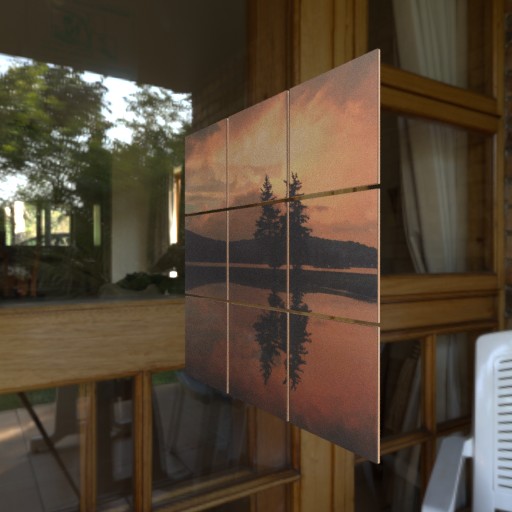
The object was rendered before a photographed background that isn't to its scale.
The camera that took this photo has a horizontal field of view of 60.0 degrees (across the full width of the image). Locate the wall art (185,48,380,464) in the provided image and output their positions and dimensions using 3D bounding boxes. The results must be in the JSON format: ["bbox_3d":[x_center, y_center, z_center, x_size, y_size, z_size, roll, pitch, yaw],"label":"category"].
[{"bbox_3d":[0.000,0.000,2.241,0.013,1.525,1.520,0,0,-36],"label":"wall art"}]
